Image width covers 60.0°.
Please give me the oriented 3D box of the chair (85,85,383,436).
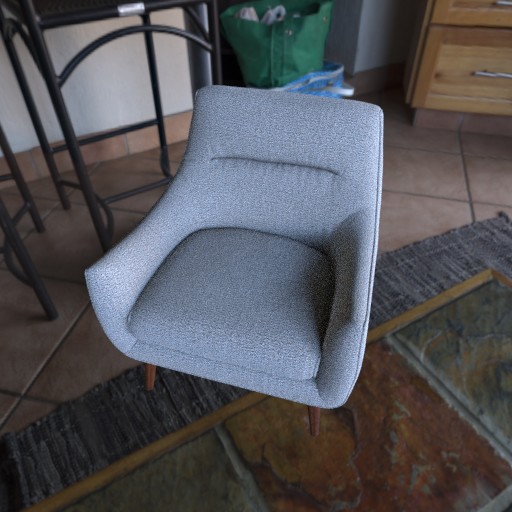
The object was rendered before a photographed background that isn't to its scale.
[{"bbox_3d":[0.000,0.000,1.460,0.762,0.838,0.787,11,42,12],"label":"chair"}]
